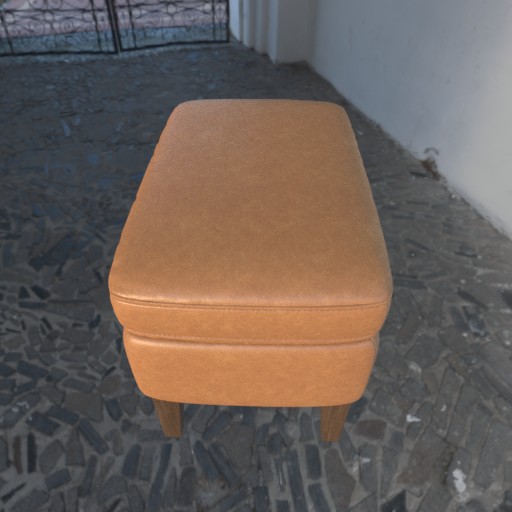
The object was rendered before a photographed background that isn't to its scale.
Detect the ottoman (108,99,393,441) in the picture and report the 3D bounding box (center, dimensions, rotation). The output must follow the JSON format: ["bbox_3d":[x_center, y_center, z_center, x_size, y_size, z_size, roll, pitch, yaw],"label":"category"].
[{"bbox_3d":[0.000,0.000,0.968,0.420,0.480,0.670,1,42,1],"label":"ottoman"}]
